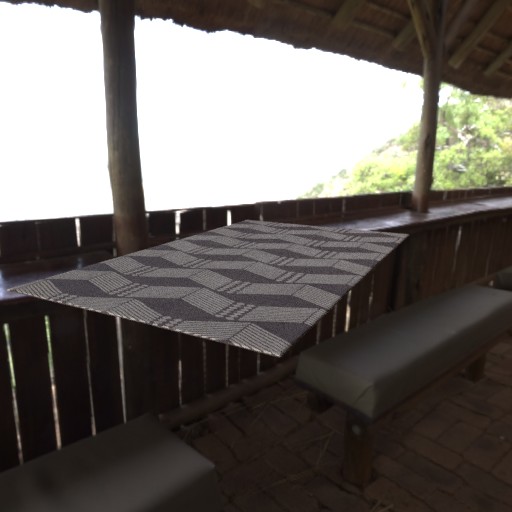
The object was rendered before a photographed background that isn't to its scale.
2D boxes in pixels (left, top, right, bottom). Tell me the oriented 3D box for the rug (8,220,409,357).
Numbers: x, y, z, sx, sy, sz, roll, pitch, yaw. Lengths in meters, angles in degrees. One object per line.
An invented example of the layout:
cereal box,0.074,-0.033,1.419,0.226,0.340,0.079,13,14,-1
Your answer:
rug,0.000,0.000,2.908,1.517,0.011,2.435,7,16,28
